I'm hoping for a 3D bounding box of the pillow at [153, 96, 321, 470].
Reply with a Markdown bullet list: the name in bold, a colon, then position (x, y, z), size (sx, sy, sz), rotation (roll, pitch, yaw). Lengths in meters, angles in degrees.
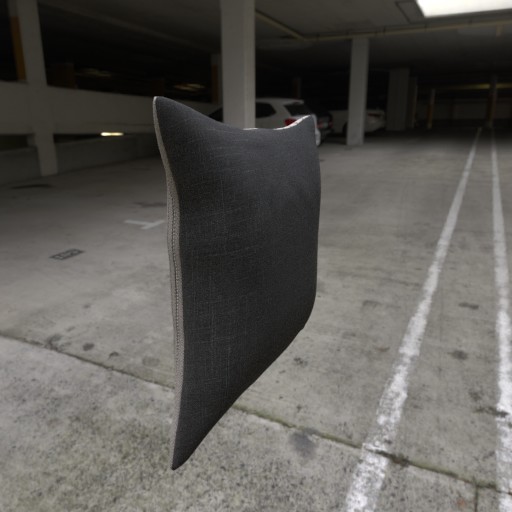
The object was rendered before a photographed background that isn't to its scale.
- **pillow**: position (0.000, 0.000, 0.696), size (0.138, 0.444, 0.468), rotation (8, 18, 25)
